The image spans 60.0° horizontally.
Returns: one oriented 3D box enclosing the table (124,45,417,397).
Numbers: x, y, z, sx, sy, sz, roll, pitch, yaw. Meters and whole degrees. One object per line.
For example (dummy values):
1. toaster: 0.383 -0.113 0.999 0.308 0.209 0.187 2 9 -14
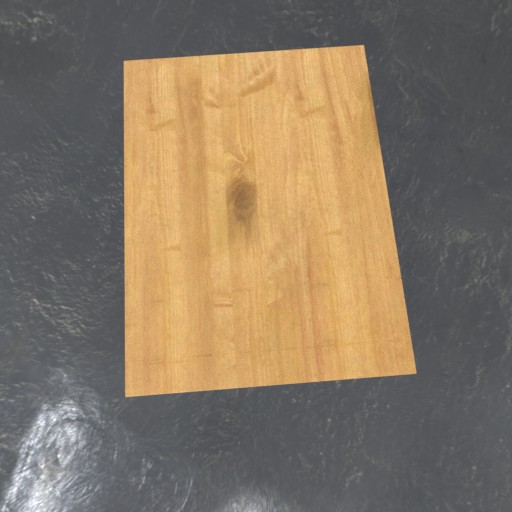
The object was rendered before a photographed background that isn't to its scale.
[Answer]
1. table: 0.000 0.000 1.226 0.500 0.813 0.660 -4 76 -1
